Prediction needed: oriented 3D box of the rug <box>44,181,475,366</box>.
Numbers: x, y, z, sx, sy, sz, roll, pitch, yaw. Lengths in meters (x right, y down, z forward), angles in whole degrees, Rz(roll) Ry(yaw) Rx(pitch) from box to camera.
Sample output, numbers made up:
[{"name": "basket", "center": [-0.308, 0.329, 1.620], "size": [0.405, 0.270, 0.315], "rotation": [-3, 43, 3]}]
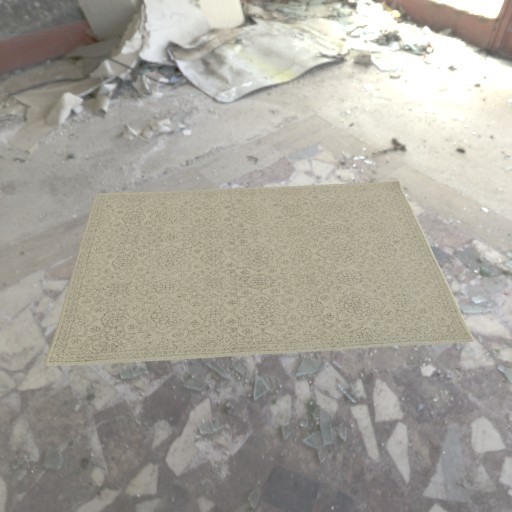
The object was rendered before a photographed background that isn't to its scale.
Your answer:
[{"name": "rug", "center": [0.000, 0.000, 2.407], "size": [1.947, 0.023, 1.214], "rotation": [-3, 47, -3]}]
